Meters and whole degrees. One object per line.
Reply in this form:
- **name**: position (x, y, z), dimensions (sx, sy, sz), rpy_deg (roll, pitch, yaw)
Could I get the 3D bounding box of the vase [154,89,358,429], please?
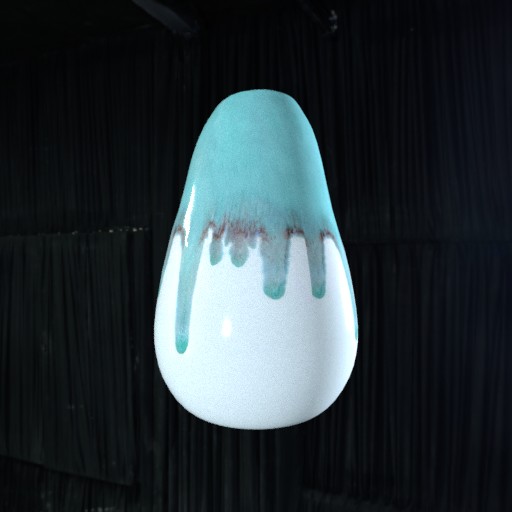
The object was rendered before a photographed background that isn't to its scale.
- **vase**: position (0.000, 0.000, 0.260), dimensions (0.116, 0.179, 0.116), rpy_deg (0, -1, 0)
